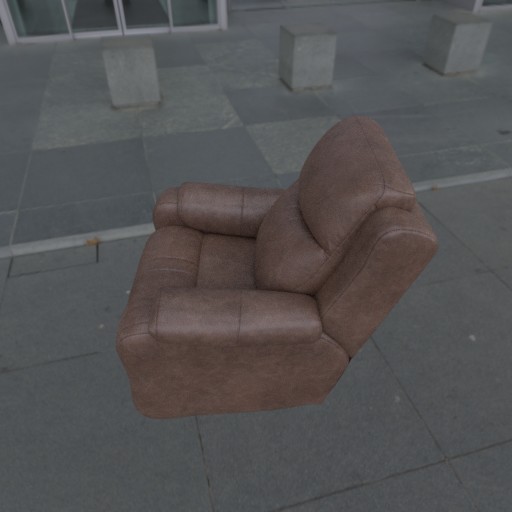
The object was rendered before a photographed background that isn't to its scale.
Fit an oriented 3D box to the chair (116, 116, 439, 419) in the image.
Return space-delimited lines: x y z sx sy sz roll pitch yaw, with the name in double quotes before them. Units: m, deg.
"chair" 0.000 0.000 1.797 1.067 0.990 0.940 0 40 0
